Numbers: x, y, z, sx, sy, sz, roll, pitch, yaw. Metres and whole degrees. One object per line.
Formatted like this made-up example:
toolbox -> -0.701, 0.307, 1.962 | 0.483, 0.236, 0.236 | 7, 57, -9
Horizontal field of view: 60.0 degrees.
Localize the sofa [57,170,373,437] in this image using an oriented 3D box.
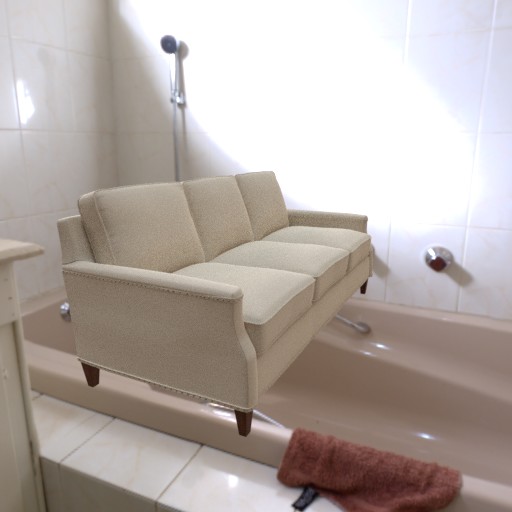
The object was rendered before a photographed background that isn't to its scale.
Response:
sofa -> 0.000, 0.000, 2.899 | 1.084, 1.003, 2.246 | 7, 15, 26
